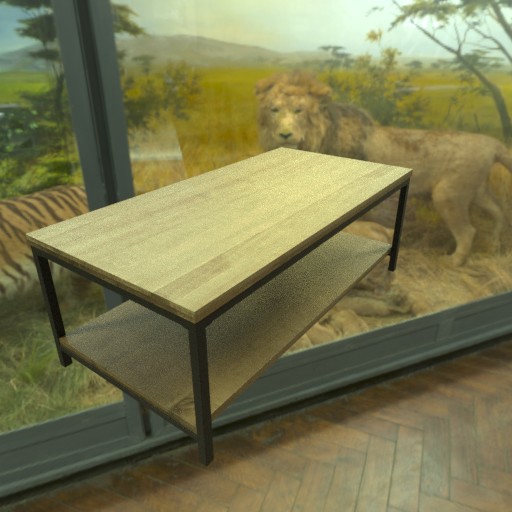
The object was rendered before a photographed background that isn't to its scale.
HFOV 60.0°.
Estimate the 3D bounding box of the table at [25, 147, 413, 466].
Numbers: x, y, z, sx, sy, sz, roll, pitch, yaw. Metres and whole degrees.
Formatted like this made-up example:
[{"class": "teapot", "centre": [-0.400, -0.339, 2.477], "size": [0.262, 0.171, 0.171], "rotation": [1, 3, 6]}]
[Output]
[{"class": "table", "centre": [0.000, 0.000, 1.391], "size": [0.551, 0.399, 1.100], "rotation": [19, 32, 32]}]
